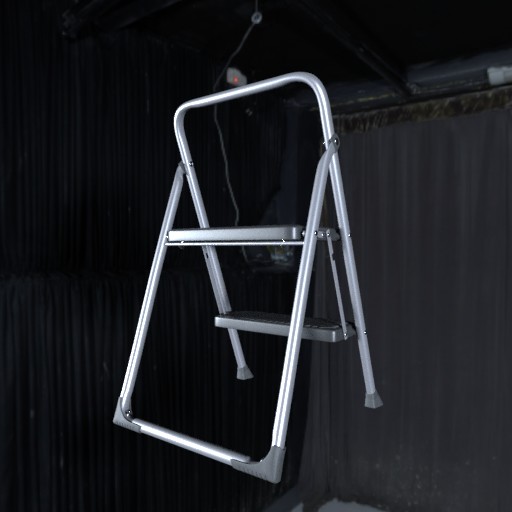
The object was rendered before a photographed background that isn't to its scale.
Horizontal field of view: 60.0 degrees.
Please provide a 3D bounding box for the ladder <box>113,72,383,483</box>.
[{"bbox_3d":[0.000,0.000,1.006,0.430,0.720,0.472,1,1,36],"label":"ladder"}]
